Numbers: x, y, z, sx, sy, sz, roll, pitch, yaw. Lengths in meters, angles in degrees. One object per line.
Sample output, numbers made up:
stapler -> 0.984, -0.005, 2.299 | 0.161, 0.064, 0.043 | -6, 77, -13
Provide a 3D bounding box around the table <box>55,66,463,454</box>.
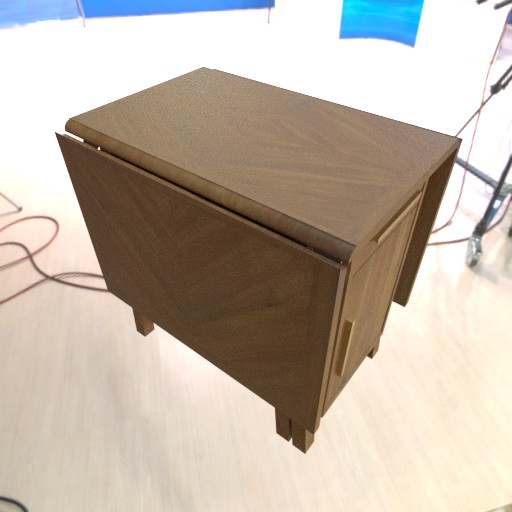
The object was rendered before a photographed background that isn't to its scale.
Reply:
table -> 0.000, 0.000, 1.603 | 0.967, 0.981, 0.701 | 27, 48, 28
